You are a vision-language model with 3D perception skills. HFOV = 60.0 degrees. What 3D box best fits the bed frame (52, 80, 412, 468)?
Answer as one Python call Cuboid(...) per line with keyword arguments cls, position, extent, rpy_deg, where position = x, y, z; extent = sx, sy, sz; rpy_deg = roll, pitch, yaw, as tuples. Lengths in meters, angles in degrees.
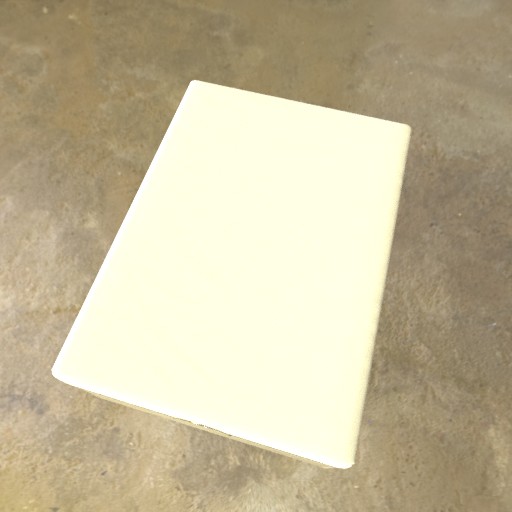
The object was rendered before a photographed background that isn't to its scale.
Cuboid(cls="bed frame", position=(0.000, 0.000, 2.512), extent=(1.400, 0.561, 1.900), rpy_deg=(14, 65, 7))
